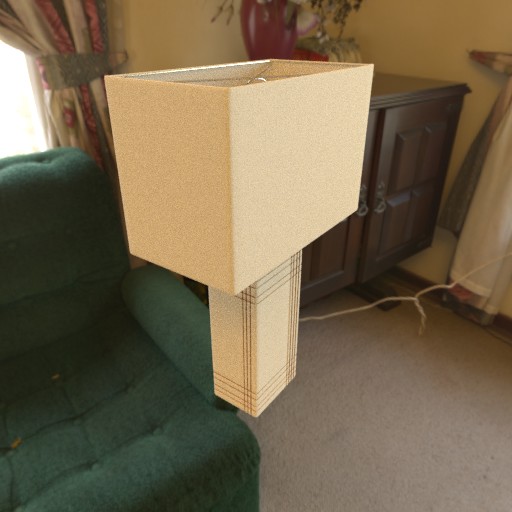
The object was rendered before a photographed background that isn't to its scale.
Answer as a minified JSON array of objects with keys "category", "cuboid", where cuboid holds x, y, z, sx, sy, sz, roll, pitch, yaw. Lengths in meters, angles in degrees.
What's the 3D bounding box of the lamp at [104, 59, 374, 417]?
[{"category":"lamp","cuboid":[0.000,0.000,0.695,0.182,0.543,0.334,19,33,32]}]
